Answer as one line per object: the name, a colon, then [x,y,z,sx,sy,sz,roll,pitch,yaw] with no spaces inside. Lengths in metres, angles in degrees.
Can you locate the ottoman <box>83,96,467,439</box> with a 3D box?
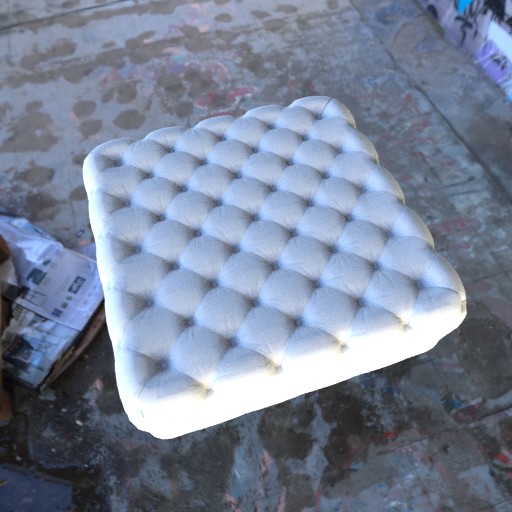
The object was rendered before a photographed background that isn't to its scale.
ottoman: [0.000,0.000,1.187,0.755,0.376,0.753,-16,59,-10]
